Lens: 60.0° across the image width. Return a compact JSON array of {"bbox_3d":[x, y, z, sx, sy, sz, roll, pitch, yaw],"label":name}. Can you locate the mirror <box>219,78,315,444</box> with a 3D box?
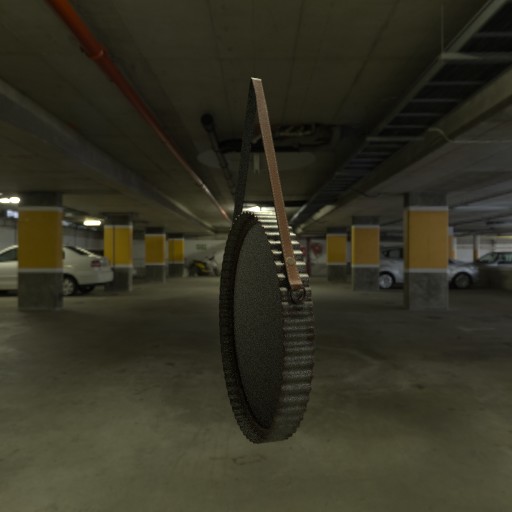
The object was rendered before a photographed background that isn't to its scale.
[{"bbox_3d":[0.000,0.000,0.709,0.042,0.568,0.355,0,0,-18],"label":"mirror"}]
